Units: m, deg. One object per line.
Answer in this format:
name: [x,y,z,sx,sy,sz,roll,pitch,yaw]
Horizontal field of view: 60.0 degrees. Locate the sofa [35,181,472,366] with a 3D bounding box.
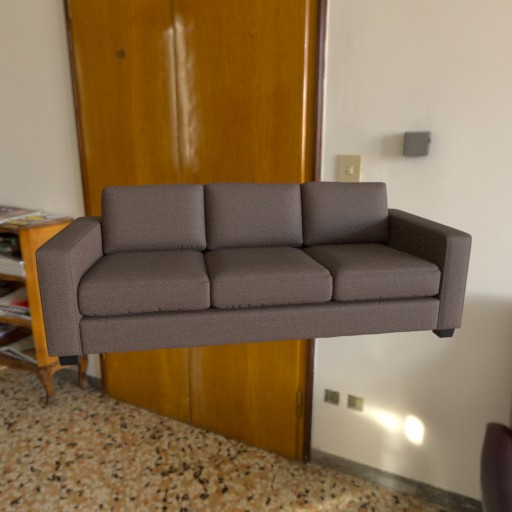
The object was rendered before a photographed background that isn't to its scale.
sofa: [0.000,0.000,2.603,2.160,0.806,0.900,-2,15,-9]
